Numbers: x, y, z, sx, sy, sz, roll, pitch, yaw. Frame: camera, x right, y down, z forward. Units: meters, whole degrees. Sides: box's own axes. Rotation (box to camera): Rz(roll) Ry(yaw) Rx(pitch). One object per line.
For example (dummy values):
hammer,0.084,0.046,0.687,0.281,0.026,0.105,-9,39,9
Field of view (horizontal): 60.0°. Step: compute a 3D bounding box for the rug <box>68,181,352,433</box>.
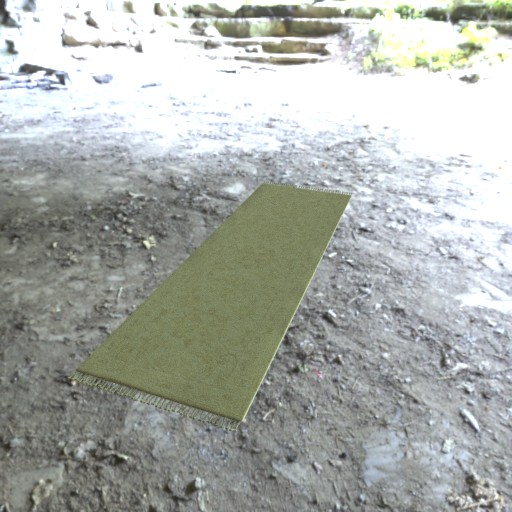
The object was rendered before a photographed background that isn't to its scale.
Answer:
rug,0.000,0.000,2.824,0.795,0.015,2.544,11,32,18
